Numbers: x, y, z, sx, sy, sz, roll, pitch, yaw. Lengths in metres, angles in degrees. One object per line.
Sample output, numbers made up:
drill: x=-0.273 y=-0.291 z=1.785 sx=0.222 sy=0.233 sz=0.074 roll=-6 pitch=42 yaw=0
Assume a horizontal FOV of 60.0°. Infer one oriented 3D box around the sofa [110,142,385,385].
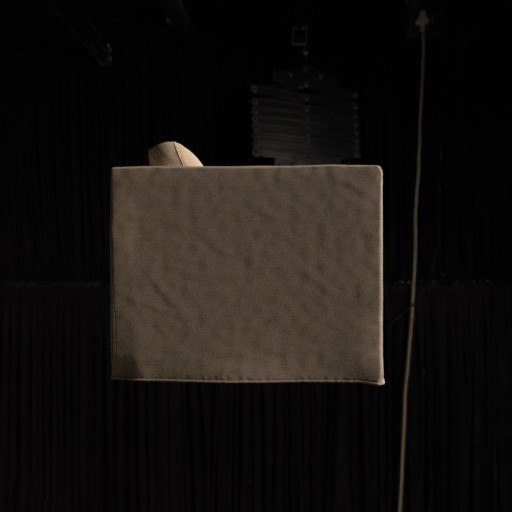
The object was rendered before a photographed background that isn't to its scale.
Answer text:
sofa: x=0.000 y=0.000 z=2.443 sx=0.956 sy=0.847 sz=1.987 roll=0 pitch=0 yaw=1
